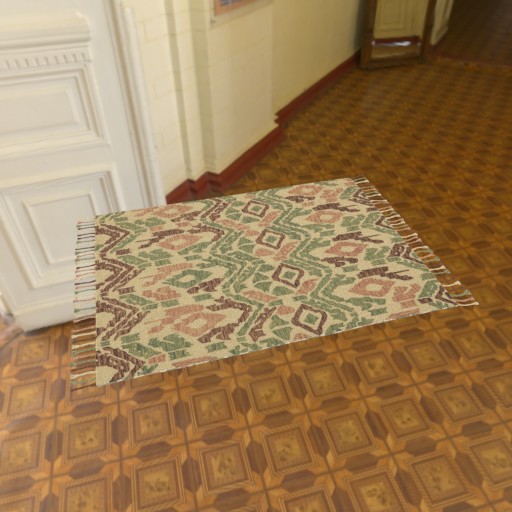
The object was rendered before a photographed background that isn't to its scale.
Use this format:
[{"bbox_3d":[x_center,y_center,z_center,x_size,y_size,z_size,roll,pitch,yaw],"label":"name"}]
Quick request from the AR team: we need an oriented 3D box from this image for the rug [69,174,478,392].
[{"bbox_3d":[0.000,0.000,2.319,1.829,0.010,1.219,-10,42,-12],"label":"rug"}]
